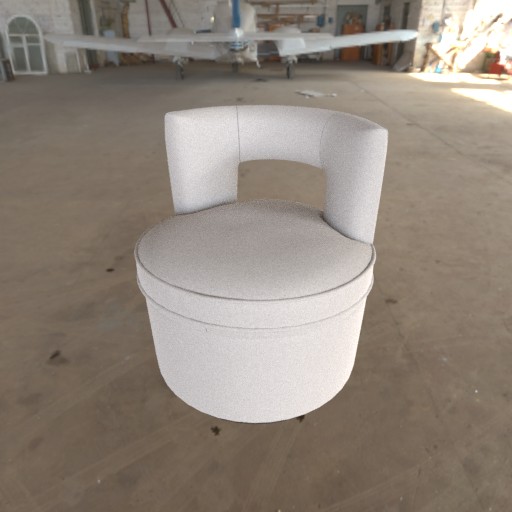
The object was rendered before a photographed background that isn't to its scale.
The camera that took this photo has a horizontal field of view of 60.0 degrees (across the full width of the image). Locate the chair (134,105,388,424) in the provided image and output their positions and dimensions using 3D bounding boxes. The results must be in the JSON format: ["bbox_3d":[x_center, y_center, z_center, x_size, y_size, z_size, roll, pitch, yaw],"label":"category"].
[{"bbox_3d":[0.000,0.000,1.247,0.650,0.723,0.665,9,29,17],"label":"chair"}]
